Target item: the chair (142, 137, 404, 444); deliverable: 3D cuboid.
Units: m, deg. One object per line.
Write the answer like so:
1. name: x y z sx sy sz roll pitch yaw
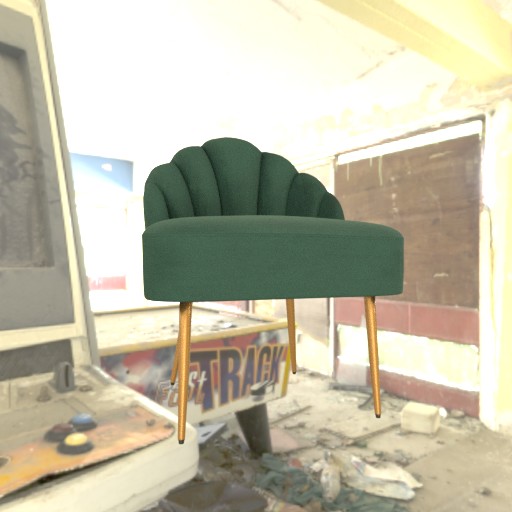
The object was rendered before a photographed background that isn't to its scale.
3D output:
1. chair: 0.000 0.000 1.269 0.657 0.819 0.599 0 0 -18
